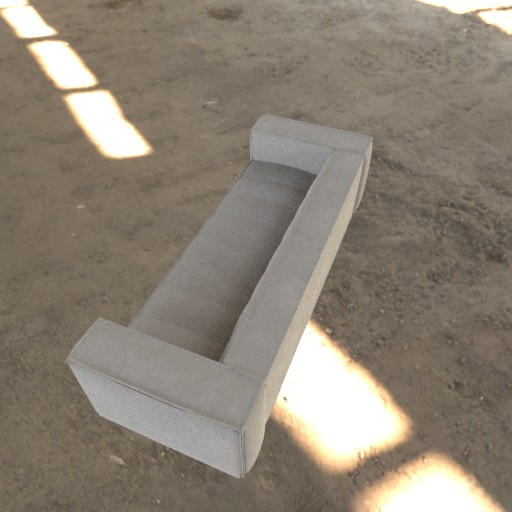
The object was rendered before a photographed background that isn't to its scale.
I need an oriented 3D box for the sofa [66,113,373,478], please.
[{"bbox_3d":[0.000,0.000,3.154,1.038,0.680,2.697,17,49,15],"label":"sofa"}]
